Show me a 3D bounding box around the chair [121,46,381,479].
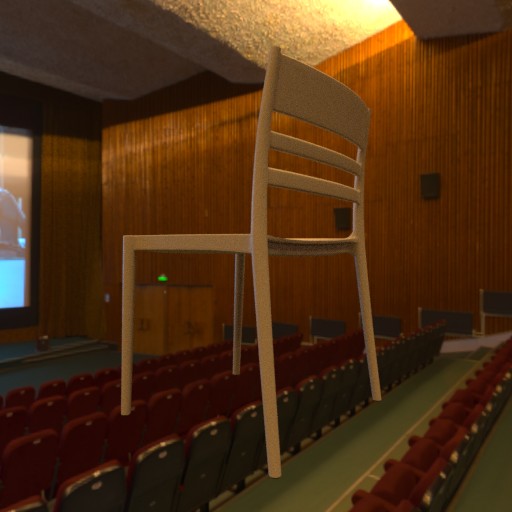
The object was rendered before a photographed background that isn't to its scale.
[{"bbox_3d":[0.000,0.000,1.148,0.511,0.800,0.531,1,1,36],"label":"chair"}]
